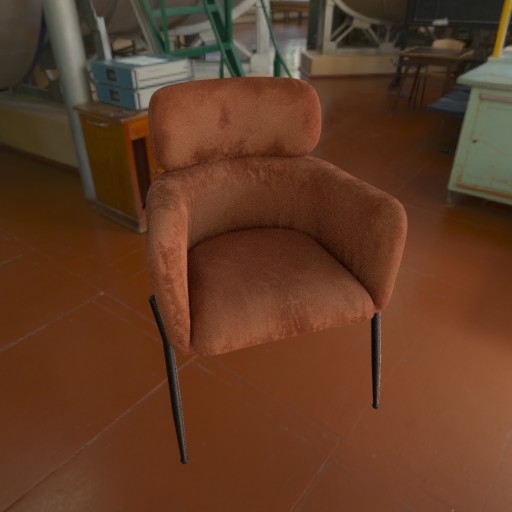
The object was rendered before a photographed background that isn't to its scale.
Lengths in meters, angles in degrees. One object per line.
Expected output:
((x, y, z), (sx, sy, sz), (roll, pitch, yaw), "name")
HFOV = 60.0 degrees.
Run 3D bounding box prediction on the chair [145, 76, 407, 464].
((0.000, 0.000, 1.124), (0.561, 0.772, 0.523), (-10, 34, -15), "chair")
